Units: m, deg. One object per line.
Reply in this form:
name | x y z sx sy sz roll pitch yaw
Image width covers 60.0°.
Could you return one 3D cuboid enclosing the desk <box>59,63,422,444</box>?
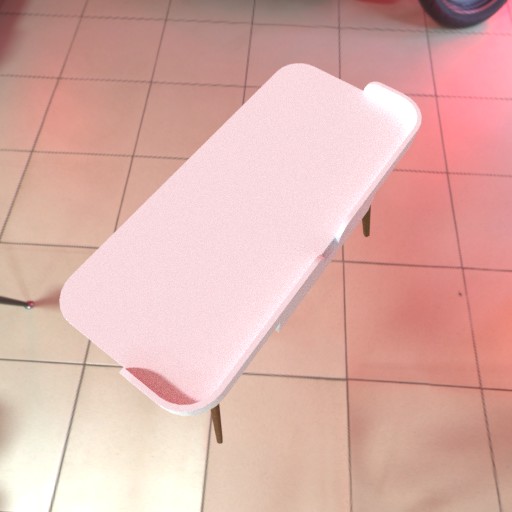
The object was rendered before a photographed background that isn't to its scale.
desk | 0.000 0.000 1.636 0.534 0.807 1.206 33 68 15
